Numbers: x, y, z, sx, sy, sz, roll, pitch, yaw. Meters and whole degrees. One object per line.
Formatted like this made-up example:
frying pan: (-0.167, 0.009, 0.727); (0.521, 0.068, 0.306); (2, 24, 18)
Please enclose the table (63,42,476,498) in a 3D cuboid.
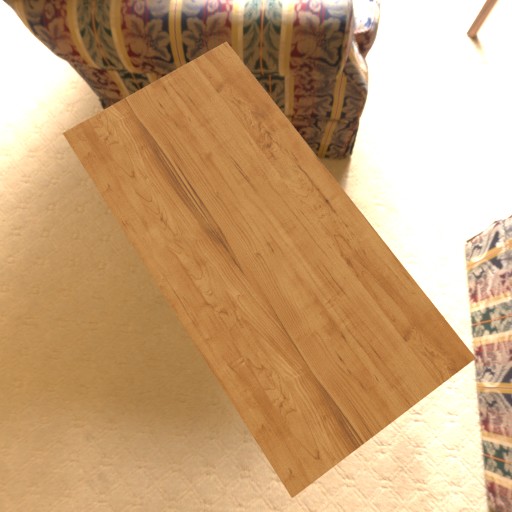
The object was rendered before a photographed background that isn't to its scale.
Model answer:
table: (0.000, 0.000, 1.421); (0.590, 0.400, 1.180); (-33, 77, -9)
